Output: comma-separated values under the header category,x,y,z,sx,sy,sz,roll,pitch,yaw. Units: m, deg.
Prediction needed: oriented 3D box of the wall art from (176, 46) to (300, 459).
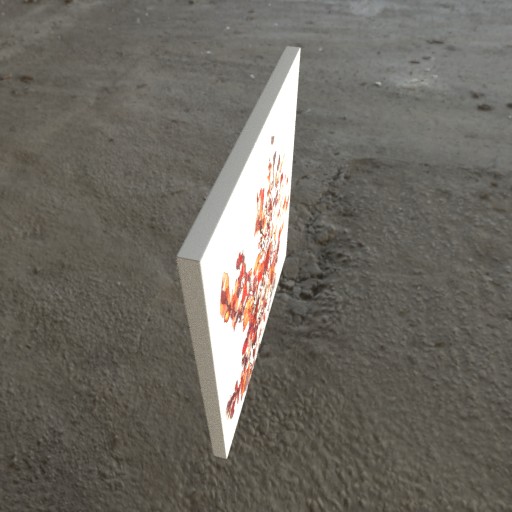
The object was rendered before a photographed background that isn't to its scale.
category,x,y,z,sx,sy,sz,roll,pitch,yaw
wall art,0.000,0.000,1.135,0.037,0.757,0.757,11,47,10
